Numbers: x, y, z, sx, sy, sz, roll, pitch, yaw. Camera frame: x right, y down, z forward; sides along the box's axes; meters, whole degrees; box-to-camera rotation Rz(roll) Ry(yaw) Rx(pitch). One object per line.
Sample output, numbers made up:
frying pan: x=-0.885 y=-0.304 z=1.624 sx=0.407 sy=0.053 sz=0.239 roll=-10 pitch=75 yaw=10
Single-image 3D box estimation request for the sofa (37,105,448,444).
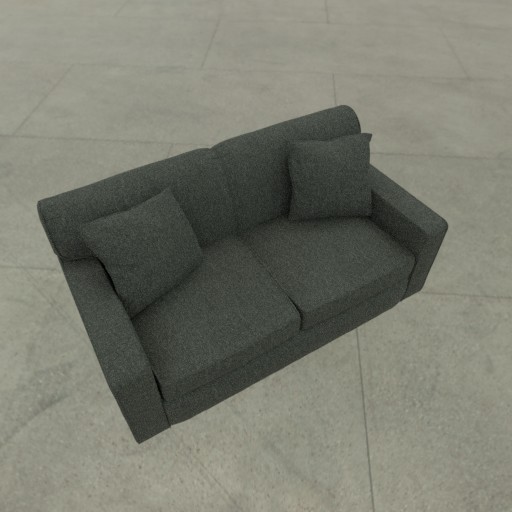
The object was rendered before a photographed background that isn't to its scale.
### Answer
sofa: x=0.000 y=0.000 z=2.395 sx=1.846 sy=0.958 sz=0.998 roll=-23 pitch=51 yaw=-21
